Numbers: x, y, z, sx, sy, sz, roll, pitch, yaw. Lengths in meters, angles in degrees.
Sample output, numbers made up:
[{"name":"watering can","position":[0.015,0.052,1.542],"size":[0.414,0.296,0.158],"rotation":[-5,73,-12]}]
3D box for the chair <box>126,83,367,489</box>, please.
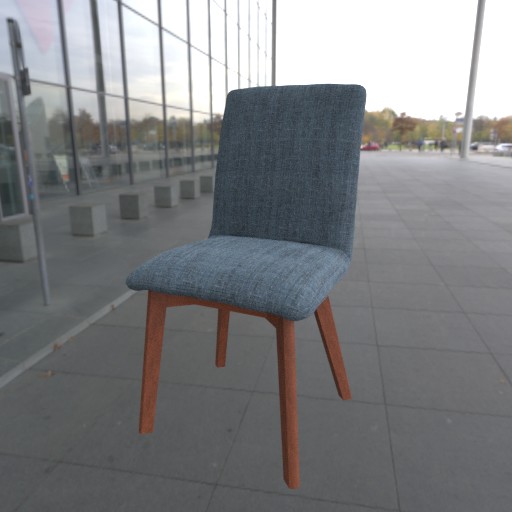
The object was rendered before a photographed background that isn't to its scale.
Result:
[{"name":"chair","position":[0.000,0.000,1.271],"size":[0.522,0.974,0.563],"rotation":[7,16,26]}]
